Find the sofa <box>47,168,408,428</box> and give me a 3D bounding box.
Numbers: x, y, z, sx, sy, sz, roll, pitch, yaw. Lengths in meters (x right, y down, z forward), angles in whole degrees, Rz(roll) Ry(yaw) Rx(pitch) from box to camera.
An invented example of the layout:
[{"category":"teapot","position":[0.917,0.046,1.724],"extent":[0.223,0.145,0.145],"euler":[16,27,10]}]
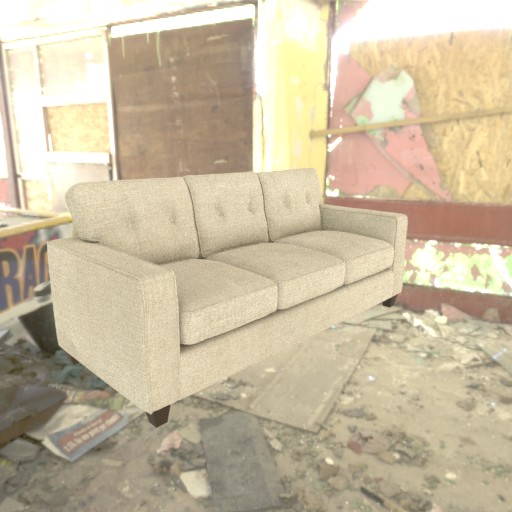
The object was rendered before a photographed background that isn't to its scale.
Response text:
[{"category":"sofa","position":[0.000,0.000,2.695],"extent":[0.939,0.965,2.133],"euler":[14,20,43]}]
